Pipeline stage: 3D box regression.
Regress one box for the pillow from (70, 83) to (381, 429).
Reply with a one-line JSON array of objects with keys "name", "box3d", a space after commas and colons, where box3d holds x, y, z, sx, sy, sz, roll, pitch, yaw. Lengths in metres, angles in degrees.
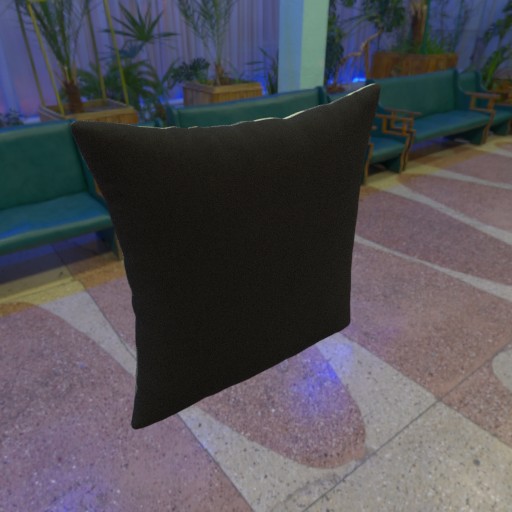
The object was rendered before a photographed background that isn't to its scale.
[{"name": "pillow", "box3d": [0.000, 0.000, 0.749, 0.511, 0.509, 0.161, -19, 34, -30]}]
